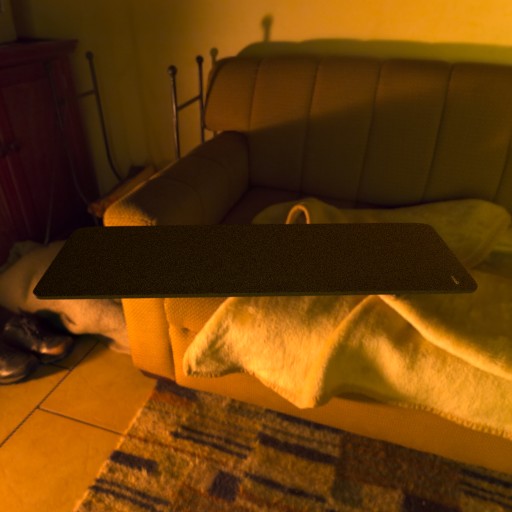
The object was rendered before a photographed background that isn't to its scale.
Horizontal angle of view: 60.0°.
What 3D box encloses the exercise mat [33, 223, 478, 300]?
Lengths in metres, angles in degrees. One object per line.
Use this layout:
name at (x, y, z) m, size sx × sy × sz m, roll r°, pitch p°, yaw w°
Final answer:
exercise mat at (0.000, 0.000, 2.074) m, size 1.869 × 0.021 × 0.616 m, roll -1°, pitch 31°, yaw -1°
